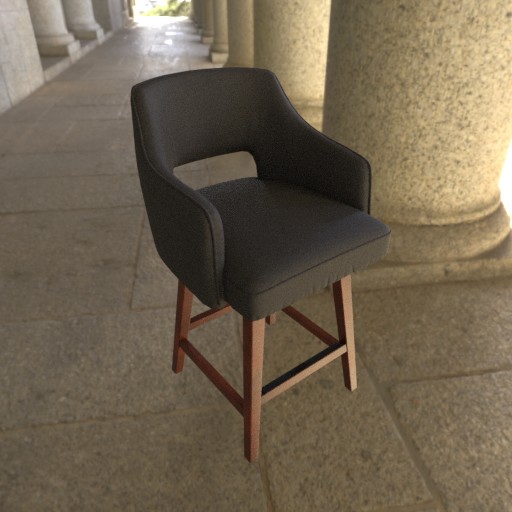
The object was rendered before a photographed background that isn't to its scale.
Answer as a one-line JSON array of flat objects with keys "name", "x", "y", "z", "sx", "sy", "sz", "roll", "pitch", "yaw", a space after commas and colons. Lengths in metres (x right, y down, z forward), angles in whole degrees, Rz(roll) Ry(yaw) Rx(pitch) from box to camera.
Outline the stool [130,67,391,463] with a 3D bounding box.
[{"name": "stool", "x": 0.000, "y": 0.000, "z": 1.242, "sx": 0.548, "sy": 0.912, "sz": 0.558, "roll": -22, "pitch": 38, "yaw": -32}]
